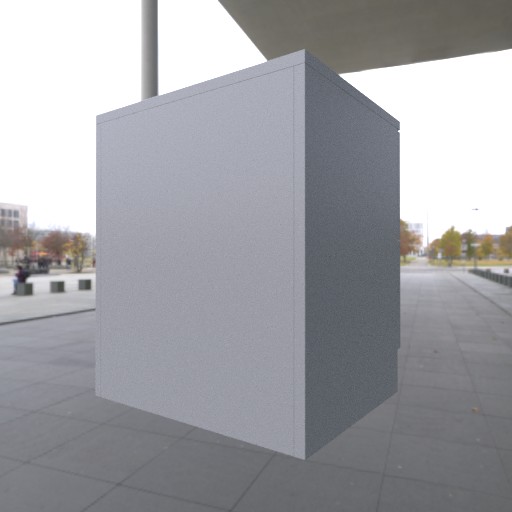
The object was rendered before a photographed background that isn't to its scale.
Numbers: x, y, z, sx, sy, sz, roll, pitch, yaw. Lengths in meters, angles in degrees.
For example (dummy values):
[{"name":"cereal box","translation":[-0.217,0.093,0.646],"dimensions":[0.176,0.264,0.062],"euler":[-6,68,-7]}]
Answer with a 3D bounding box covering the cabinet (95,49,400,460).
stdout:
[{"name":"cabinet","translation":[0.000,0.000,0.767],"dimensions":[0.400,0.470,0.360],"euler":[0,0,36]}]
